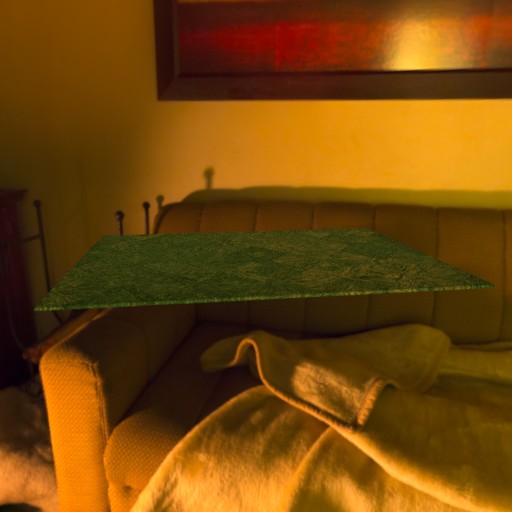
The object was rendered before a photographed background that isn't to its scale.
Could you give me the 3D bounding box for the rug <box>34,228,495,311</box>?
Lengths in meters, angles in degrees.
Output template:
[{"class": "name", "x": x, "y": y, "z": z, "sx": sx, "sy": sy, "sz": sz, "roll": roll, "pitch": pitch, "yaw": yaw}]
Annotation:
[{"class": "rug", "x": 0.000, "y": 0.000, "z": 4.198, "sx": 3.217, "sy": 0.027, "sz": 2.405, "roll": -2, "pitch": 14, "yaw": -8}]
